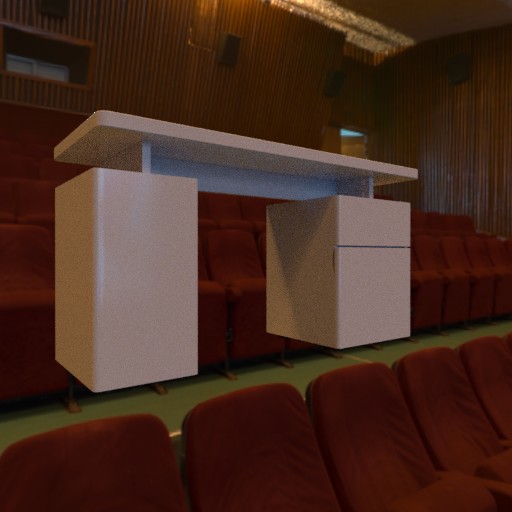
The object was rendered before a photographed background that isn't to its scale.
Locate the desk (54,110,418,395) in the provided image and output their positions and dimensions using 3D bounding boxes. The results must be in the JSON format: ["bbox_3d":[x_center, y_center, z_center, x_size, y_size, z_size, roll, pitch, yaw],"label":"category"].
[{"bbox_3d":[0.000,0.000,1.775,1.400,0.762,0.550,0,0,-36],"label":"desk"}]
